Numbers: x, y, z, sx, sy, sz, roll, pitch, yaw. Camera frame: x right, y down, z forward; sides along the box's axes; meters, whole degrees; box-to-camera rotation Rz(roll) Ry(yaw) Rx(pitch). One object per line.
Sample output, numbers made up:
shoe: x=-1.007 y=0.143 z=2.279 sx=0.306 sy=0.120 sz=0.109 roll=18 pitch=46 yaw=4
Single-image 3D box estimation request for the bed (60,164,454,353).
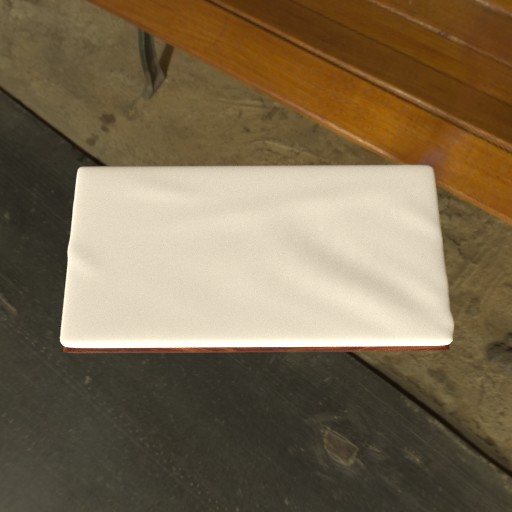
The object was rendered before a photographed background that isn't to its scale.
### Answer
bed: x=0.000 y=0.000 z=2.242 sx=1.860 sy=0.312 sz=0.940 roll=0 pitch=76 yaw=0
